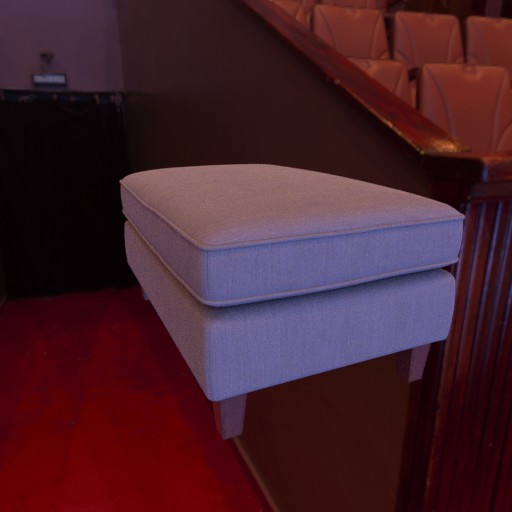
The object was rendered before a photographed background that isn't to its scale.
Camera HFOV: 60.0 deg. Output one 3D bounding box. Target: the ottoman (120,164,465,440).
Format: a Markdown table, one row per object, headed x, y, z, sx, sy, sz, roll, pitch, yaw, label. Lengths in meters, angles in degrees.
| x | y | z | sx | sy | sz | roll | pitch | yaw | label |
| --- | --- | --- | --- | --- | --- | --- | --- | --- | --- |
| 0.000 | 0.000 | 1.301 | 0.636 | 0.480 | 0.941 | -8 | 19 | -24 | ottoman |
